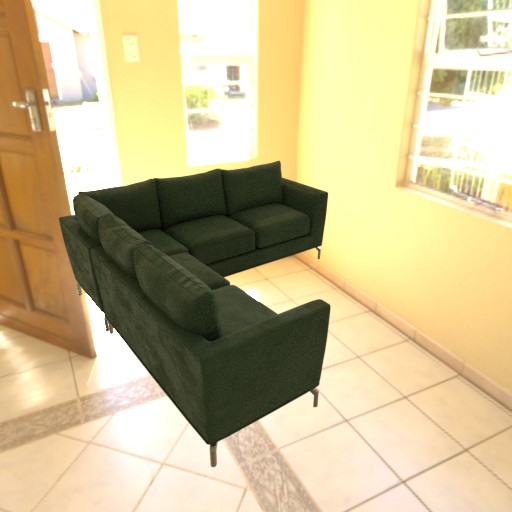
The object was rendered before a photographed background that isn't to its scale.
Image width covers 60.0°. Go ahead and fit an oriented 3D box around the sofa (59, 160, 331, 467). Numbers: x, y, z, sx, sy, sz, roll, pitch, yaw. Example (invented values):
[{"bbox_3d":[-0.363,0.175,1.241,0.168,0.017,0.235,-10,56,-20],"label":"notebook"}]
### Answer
[{"bbox_3d":[0.000,0.000,3.698,2.452,1.004,2.468,-17,29,-33],"label":"sofa"}]
